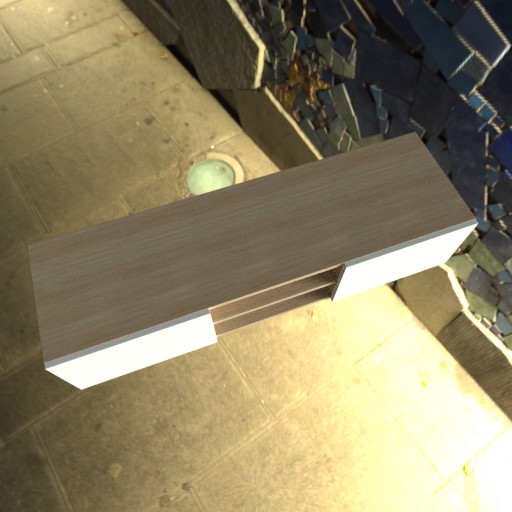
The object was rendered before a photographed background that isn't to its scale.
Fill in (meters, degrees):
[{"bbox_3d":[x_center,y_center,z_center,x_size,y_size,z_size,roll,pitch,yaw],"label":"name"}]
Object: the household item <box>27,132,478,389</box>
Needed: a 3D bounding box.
[{"bbox_3d":[0.000,0.000,1.568,1.400,0.310,0.420,-18,64,-9],"label":"household item"}]
